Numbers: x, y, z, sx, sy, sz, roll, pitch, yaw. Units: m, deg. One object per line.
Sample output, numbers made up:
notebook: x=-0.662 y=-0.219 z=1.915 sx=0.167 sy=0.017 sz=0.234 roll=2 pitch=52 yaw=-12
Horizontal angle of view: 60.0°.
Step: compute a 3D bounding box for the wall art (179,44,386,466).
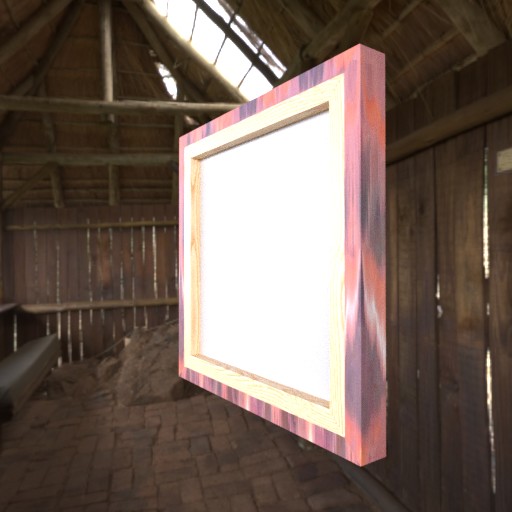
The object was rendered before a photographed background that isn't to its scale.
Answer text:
wall art: x=0.000 y=0.000 z=0.600 sx=0.038 sy=0.406 sz=0.403 roll=0 pitch=-1 yaw=-35
